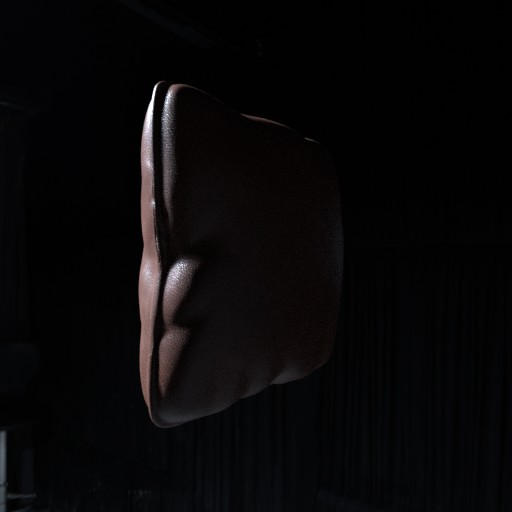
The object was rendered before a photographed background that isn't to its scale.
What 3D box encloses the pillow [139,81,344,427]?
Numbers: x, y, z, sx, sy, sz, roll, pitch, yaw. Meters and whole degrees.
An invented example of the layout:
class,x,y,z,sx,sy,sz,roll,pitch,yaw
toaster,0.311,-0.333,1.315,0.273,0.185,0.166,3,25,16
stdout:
class,x,y,z,sx,sy,sz,roll,pitch,yaw
pillow,0.000,0.000,0.845,0.236,0.523,0.532,0,0,36
